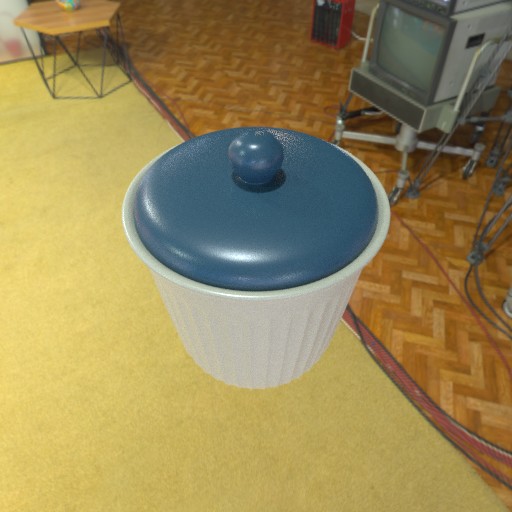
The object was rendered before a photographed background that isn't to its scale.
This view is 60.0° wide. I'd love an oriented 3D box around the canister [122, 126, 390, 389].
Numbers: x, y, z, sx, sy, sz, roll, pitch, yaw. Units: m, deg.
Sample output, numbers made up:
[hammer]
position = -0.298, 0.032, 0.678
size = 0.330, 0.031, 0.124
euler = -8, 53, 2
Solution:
[canister]
position = 0.000, 0.000, 0.346
size = 0.181, 0.211, 0.181
euler = 0, 46, 0
